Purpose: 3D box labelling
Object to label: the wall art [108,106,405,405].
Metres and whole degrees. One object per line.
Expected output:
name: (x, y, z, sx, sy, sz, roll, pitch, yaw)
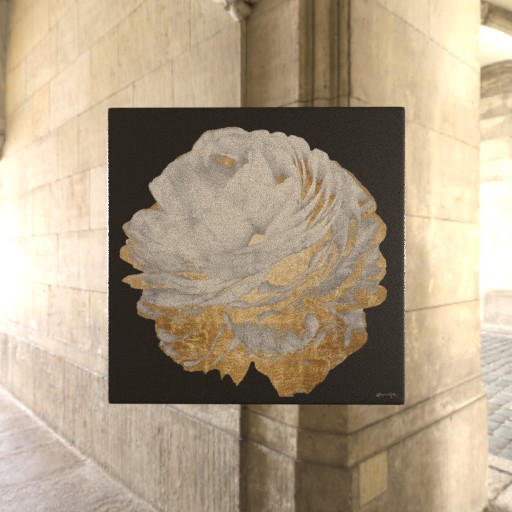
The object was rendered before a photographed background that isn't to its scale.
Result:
wall art: (0.000, 0.000, 0.625, 0.406, 0.407, 0.041, 0, 0, 1)
